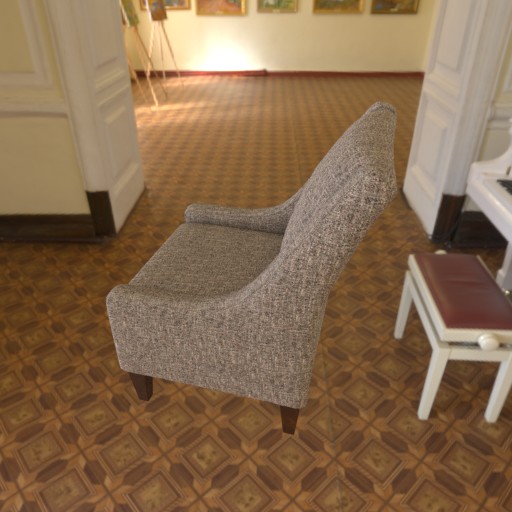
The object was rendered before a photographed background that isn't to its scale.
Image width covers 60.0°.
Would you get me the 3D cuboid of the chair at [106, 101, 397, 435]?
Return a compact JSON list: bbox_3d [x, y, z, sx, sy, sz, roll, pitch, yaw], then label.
[{"bbox_3d":[0.000,0.000,1.658,0.870,1.014,0.774,8,33,13],"label":"chair"}]
